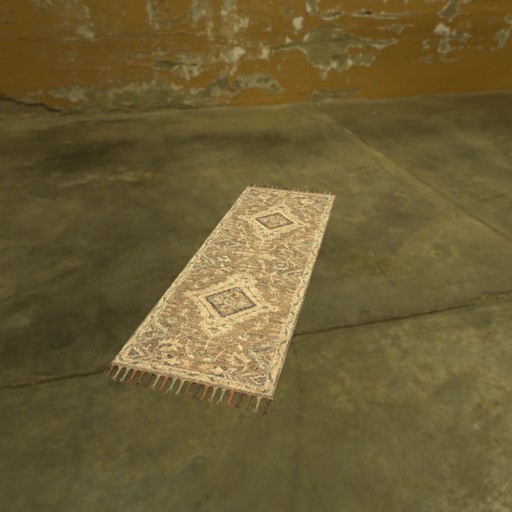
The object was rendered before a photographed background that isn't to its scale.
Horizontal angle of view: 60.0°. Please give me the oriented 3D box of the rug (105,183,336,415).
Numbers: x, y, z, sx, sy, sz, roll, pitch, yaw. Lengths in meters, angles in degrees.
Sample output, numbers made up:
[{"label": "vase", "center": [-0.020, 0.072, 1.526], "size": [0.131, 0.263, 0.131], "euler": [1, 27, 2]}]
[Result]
[{"label": "rug", "center": [0.000, 0.000, 2.745], "size": [1.324, 0.018, 2.378], "euler": [18, 35, 27]}]
